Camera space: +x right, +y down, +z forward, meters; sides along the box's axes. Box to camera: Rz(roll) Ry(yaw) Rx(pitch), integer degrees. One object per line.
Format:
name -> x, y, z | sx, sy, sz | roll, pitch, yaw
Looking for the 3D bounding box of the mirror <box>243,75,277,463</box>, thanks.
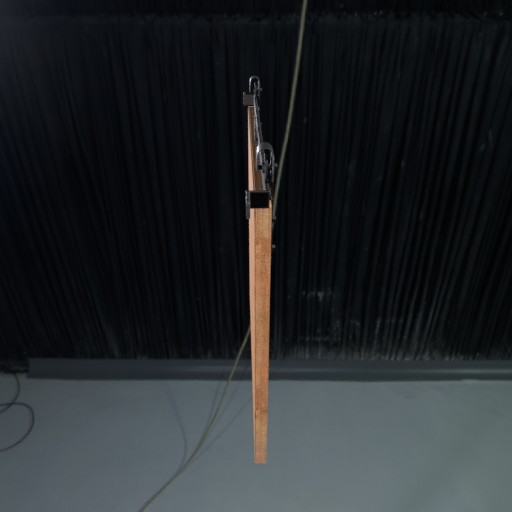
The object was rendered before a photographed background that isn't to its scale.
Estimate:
mirror -> 0.000, 0.000, 1.197 | 0.054, 0.800, 0.805 | -1, 32, -1
